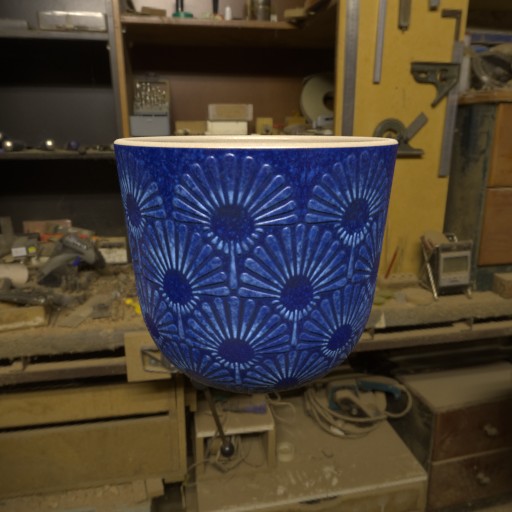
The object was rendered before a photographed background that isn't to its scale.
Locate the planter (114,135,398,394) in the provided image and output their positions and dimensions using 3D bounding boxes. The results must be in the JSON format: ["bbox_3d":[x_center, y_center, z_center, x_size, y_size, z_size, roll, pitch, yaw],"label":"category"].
[{"bbox_3d":[0.000,0.000,0.297,0.170,0.153,0.170,0,16,0],"label":"planter"}]
